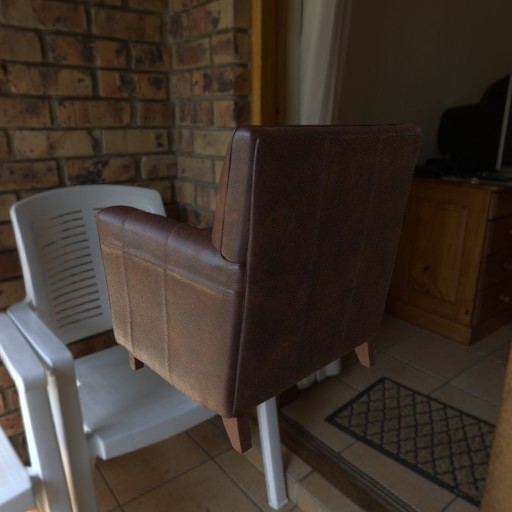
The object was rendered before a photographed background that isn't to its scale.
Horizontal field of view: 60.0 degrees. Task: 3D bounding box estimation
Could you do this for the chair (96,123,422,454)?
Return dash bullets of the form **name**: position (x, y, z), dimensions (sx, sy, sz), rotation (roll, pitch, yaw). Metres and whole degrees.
- **chair**: position (0.000, 0.000, 1.645), dimensions (0.870, 0.943, 0.823), rotation (-16, 23, -42)
